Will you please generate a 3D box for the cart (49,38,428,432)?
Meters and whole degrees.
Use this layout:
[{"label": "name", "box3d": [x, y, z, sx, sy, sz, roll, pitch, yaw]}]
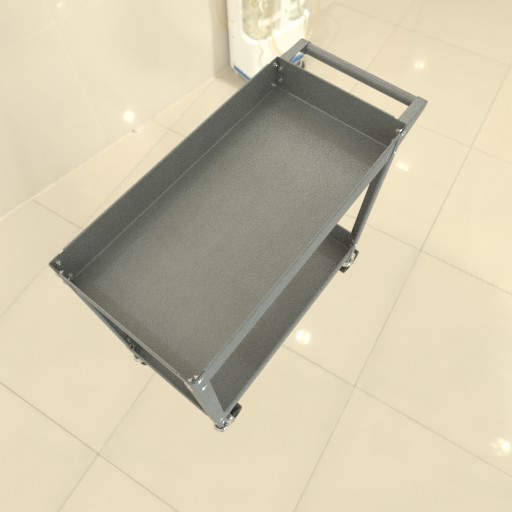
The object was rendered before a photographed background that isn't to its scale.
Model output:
[{"label": "cart", "box3d": [0.000, 0.000, 1.175, 0.366, 0.719, 0.779, 35, 68, 16]}]
